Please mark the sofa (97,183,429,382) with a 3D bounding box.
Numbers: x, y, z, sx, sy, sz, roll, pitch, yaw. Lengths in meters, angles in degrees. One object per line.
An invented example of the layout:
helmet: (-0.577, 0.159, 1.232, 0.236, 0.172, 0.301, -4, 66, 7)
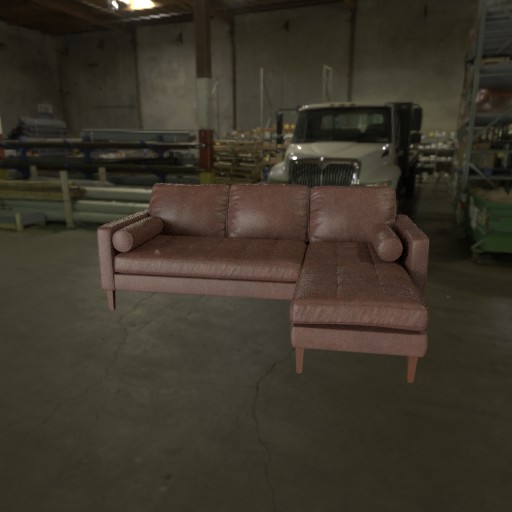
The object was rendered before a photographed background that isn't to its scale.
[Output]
sofa: (0.000, 0.000, 2.971, 2.185, 0.841, 1.613, 2, 15, 9)
